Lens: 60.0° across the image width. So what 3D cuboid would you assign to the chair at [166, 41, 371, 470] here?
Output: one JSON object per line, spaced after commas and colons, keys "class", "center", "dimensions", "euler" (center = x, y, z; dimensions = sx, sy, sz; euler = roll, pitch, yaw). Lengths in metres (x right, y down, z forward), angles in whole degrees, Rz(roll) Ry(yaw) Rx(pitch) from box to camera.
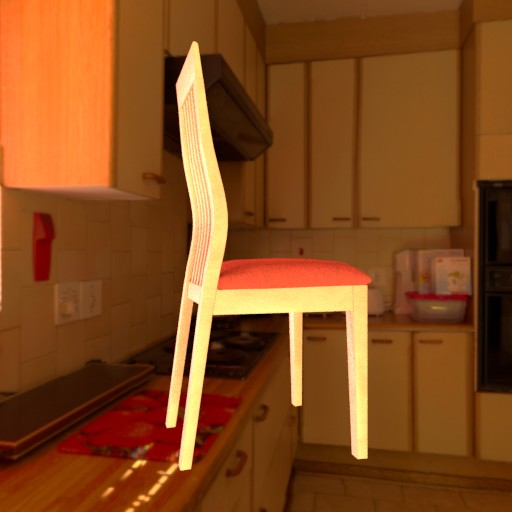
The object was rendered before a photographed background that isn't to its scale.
{"class": "chair", "center": [0.000, 0.000, 1.260], "dimensions": [0.474, 1.027, 0.460], "euler": [0, 1, -18]}
